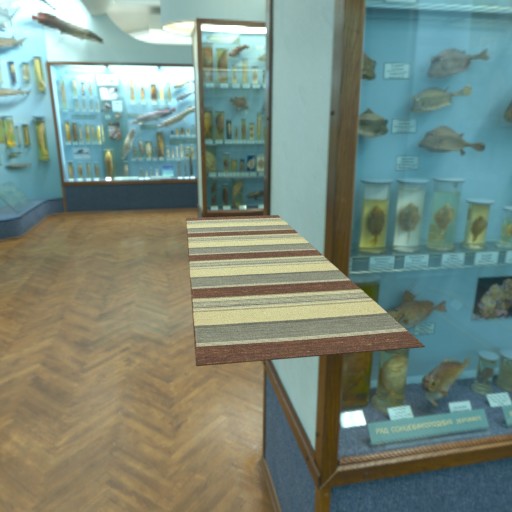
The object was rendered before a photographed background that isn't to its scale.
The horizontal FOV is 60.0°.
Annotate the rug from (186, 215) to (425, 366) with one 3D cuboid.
[{"bbox_3d":[0.000,0.000,2.636,0.792,0.006,2.437,-3,16,-9],"label":"rug"}]
